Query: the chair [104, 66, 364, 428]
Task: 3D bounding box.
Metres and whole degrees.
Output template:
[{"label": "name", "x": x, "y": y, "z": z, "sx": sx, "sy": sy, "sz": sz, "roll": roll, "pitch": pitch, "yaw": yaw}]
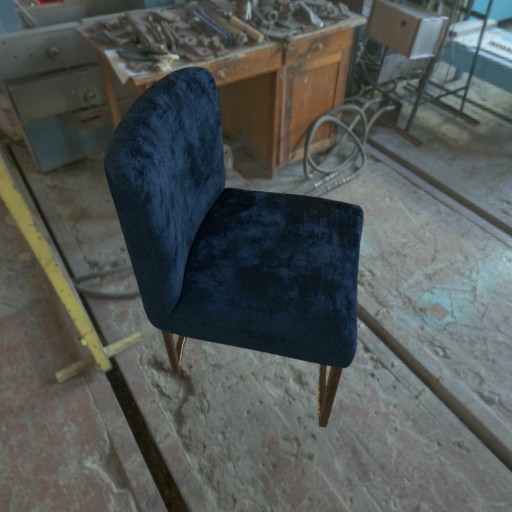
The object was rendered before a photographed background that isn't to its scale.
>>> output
[{"label": "chair", "x": 0.000, "y": 0.000, "z": 1.189, "sx": 0.560, "sy": 0.824, "sz": 0.530, "roll": 8, "pitch": 47, "yaw": 8}]
